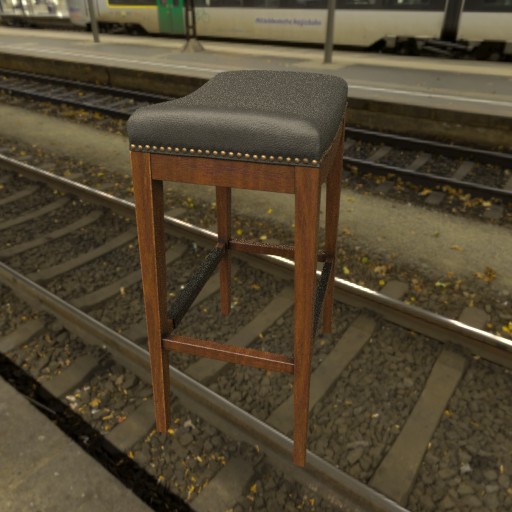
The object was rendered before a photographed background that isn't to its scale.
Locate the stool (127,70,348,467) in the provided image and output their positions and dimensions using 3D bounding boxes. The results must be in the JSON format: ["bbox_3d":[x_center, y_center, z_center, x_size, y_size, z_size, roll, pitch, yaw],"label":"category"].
[{"bbox_3d":[0.000,0.000,1.050,0.361,0.765,0.500,8,31,13],"label":"stool"}]
